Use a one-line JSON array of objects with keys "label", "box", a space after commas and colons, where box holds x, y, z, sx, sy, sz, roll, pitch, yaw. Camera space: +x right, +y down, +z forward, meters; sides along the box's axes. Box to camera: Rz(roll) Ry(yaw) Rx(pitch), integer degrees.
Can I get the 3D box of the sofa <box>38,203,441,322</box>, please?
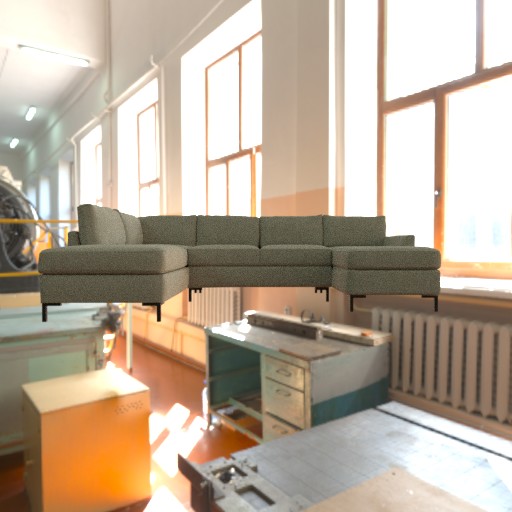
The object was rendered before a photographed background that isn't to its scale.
[{"label": "sofa", "box": [0.000, 0.000, 3.963, 2.984, 0.862, 1.989, 0, 1, 0]}]
